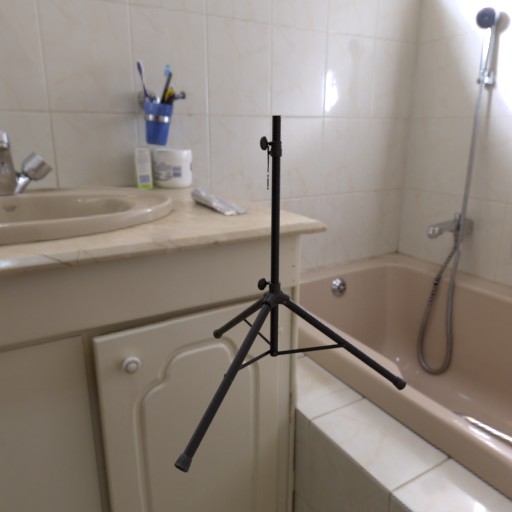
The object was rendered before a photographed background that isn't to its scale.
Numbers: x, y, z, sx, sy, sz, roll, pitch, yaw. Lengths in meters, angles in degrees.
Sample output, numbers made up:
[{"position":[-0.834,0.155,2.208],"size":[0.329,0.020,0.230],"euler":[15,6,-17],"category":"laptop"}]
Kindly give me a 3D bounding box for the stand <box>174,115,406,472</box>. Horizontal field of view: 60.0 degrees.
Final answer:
[{"position":[0.000,0.000,1.894],"size":[1.045,1.136,0.907],"euler":[-8,17,-27],"category":"stand"}]
